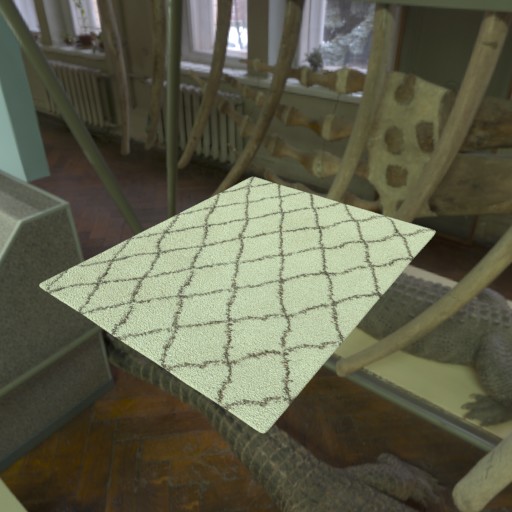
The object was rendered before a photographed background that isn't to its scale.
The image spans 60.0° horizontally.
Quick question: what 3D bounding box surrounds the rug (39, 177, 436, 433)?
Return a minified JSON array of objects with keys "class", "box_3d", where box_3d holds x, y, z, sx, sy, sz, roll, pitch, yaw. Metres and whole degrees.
[{"class":"rug","box_3d":[0.000,0.000,4.245,2.438,0.029,3.047,22,39,31]}]
